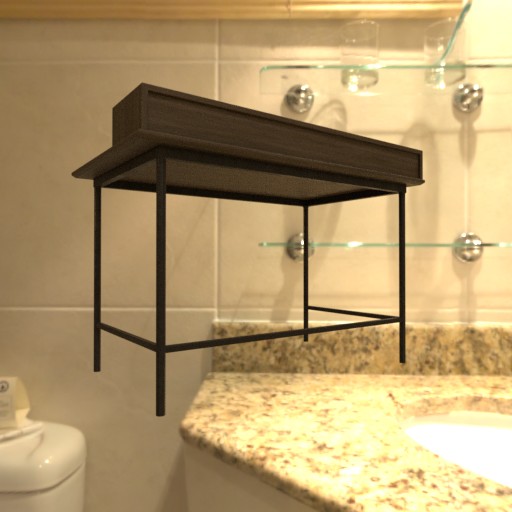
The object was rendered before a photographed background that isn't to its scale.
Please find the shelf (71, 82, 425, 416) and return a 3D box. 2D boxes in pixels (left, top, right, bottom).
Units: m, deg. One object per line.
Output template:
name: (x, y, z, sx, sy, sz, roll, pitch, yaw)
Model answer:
shelf: (0.000, 0.000, 1.735, 1.212, 0.865, 0.685, 0, -1, -36)
